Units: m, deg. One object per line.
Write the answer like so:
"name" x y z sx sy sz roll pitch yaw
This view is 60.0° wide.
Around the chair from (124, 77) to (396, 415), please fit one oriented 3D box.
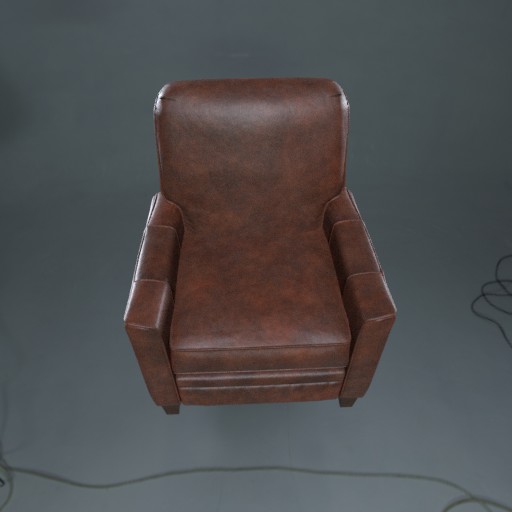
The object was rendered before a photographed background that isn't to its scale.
"chair" 0.000 0.000 1.684 0.843 1.043 0.836 -2 45 -2
